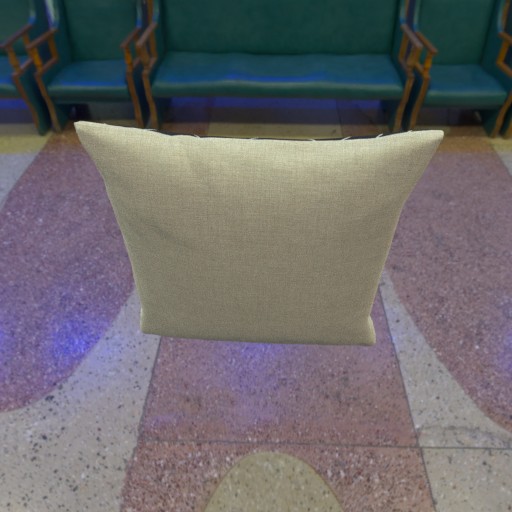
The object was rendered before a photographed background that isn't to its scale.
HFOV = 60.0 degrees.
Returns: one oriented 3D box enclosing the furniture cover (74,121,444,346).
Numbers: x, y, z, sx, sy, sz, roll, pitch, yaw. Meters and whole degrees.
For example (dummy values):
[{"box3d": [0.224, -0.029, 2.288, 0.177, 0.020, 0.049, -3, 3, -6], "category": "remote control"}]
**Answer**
[{"box3d": [0.000, 0.000, 0.792, 0.517, 0.508, 0.158, 2, 45, 2], "category": "furniture cover"}]
